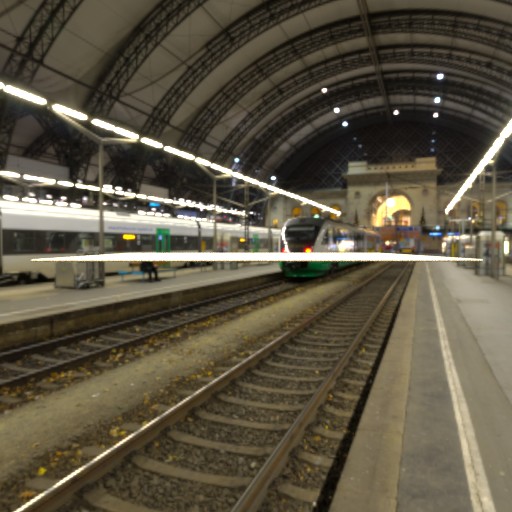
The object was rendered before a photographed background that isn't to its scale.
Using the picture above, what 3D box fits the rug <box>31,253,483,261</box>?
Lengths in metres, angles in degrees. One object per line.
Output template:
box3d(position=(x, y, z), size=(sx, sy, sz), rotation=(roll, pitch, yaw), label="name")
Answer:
box3d(position=(0.000, 0.000, 4.199), size=(3.050, 0.015, 2.441), rotation=(0, 1, -1), label="rug")
